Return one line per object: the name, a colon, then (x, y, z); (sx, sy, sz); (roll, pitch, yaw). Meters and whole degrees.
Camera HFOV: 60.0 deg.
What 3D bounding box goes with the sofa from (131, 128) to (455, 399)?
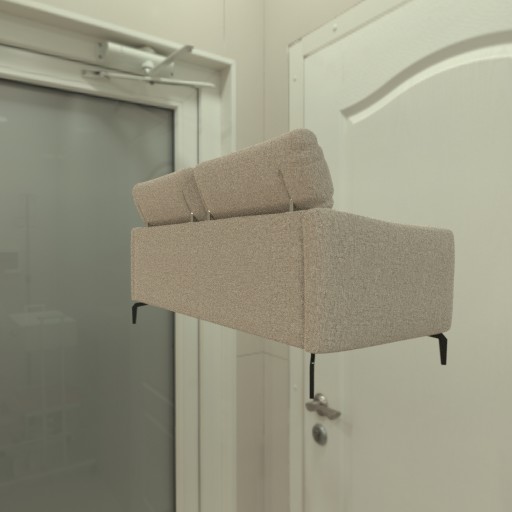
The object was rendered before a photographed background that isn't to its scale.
sofa: (0.000, 0.000, 2.516); (0.856, 0.956, 2.015); (-1, 1, -34)
